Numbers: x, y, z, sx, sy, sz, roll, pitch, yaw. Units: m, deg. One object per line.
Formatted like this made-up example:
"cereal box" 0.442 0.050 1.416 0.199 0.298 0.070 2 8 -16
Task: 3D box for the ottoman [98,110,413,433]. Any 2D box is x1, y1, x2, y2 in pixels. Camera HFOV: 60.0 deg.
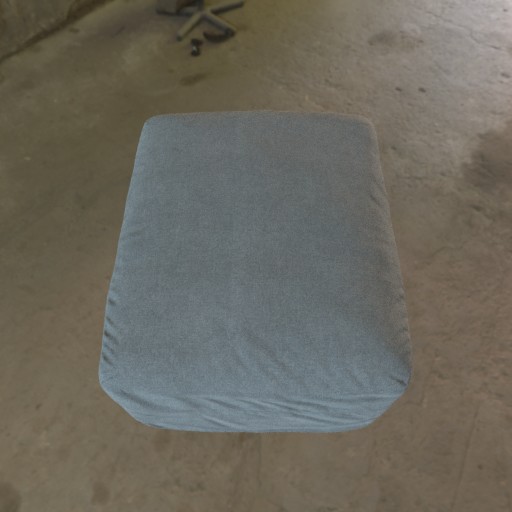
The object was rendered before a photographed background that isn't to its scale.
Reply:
"ottoman" 0.000 0.000 1.217 0.683 0.481 0.837 0 59 0
